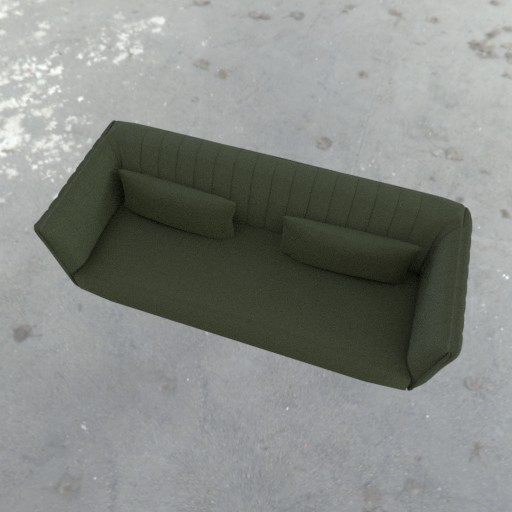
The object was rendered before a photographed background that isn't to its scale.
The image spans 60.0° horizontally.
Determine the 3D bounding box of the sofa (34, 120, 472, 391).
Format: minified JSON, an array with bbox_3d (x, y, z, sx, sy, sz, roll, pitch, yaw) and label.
[{"bbox_3d":[0.000,0.000,2.532,2.137,0.793,0.896,16,60,9],"label":"sofa"}]
